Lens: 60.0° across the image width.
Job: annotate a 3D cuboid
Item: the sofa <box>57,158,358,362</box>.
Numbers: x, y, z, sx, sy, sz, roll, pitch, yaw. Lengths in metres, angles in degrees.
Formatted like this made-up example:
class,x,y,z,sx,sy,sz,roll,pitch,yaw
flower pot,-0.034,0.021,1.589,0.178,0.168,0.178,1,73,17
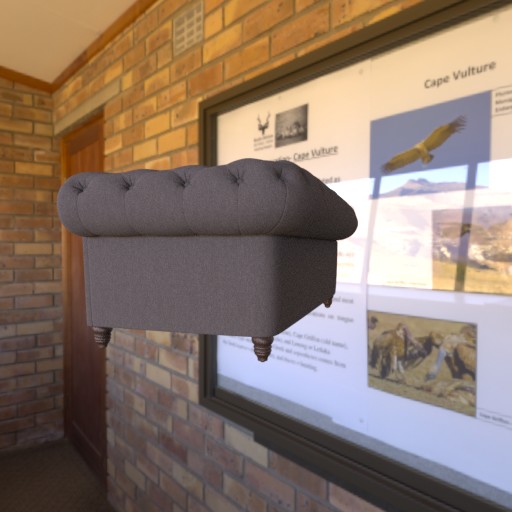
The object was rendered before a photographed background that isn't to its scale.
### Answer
class,x,y,z,sx,sy,sz,roll,pitch,yaw
sofa,0.000,0.000,2.488,0.986,0.764,1.998,0,1,18
